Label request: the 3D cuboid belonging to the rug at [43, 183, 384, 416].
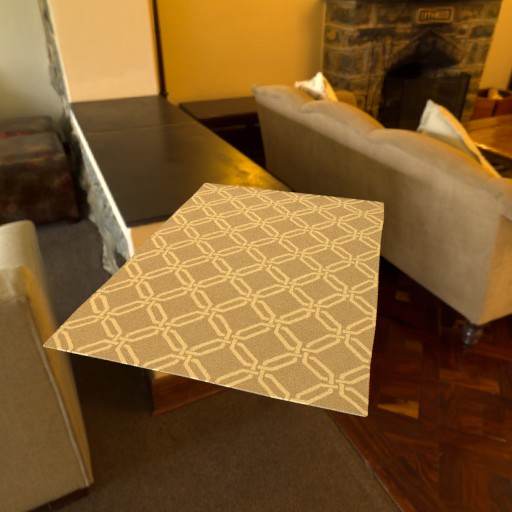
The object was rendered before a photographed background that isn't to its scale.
[{"bbox_3d":[0.000,0.000,2.802,1.524,0.013,2.135,8,32,13],"label":"rug"}]
